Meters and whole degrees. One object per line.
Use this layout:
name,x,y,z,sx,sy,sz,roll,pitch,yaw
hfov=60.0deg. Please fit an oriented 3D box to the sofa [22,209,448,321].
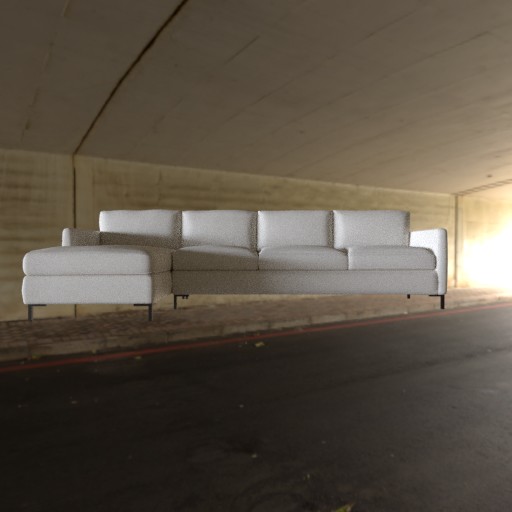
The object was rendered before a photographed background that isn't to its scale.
sofa,0.000,0.000,3.706,3.186,0.875,1.467,0,1,-1
